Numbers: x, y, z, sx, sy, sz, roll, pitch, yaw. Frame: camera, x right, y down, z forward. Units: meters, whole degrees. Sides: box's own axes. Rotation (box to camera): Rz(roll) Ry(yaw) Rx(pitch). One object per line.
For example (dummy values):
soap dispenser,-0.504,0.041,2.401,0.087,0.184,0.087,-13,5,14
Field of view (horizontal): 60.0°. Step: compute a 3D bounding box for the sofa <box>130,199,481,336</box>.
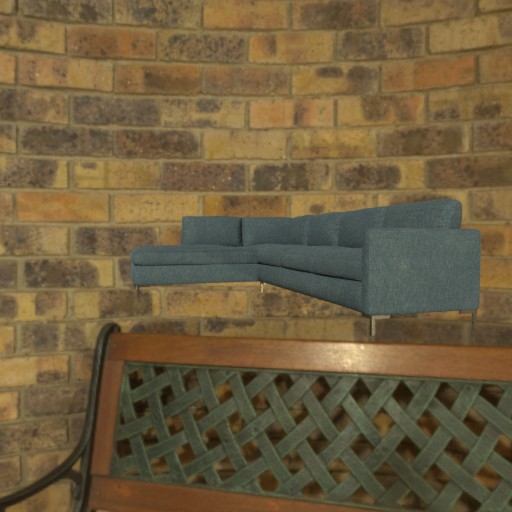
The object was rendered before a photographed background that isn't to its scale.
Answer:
sofa,0.000,0.000,3.806,2.007,0.815,2.949,-1,2,-18
